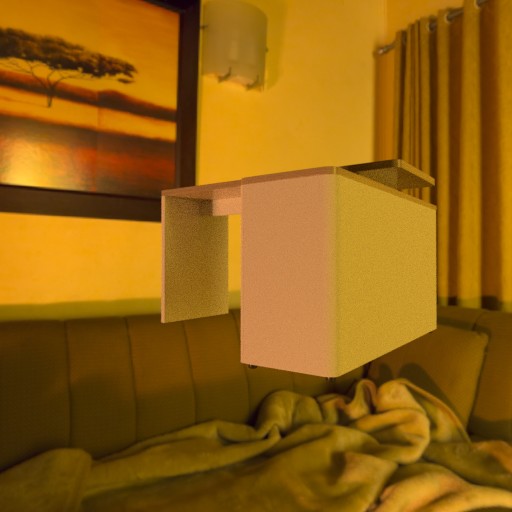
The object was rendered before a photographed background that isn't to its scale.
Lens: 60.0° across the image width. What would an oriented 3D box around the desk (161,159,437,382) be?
[{"bbox_3d":[0.000,0.000,2.165,1.400,0.770,1.175,0,-1,36],"label":"desk"}]
